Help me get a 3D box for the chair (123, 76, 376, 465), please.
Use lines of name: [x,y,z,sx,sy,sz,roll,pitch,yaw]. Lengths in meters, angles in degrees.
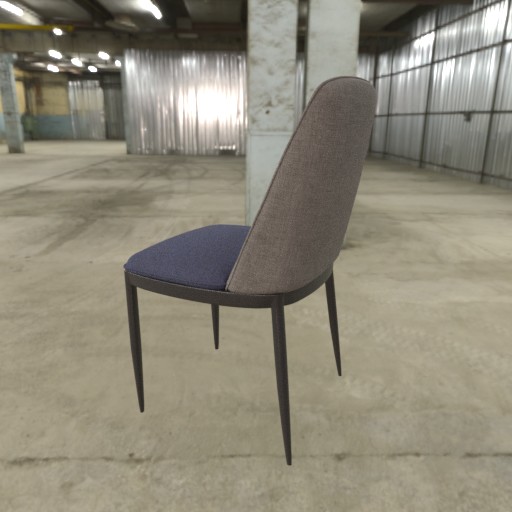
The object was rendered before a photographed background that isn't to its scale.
chair: [0.000,0.000,1.177,0.550,0.855,0.488,8,18,25]
